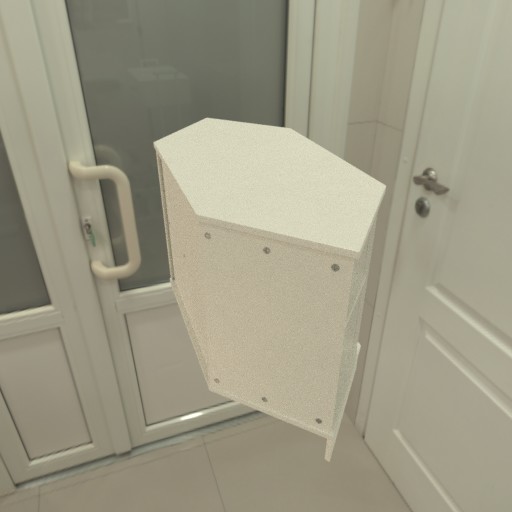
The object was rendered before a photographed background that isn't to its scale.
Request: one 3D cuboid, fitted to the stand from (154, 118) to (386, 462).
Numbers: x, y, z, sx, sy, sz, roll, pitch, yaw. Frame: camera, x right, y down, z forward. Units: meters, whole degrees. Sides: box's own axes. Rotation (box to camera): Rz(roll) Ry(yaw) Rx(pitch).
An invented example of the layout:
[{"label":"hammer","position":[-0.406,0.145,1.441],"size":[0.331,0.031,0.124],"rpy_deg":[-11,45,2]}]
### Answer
[{"label":"stand","position":[0.000,0.000,1.390],"size":[0.477,0.614,1.072],"rpy_deg":[-11,32,-17]}]
